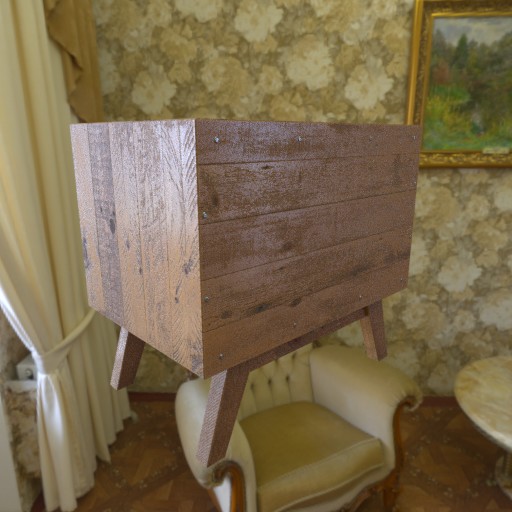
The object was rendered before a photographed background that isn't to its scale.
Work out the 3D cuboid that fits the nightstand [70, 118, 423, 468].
[{"bbox_3d":[0.000,0.000,1.054,0.650,0.599,0.450,-14,21,-41],"label":"nightstand"}]
